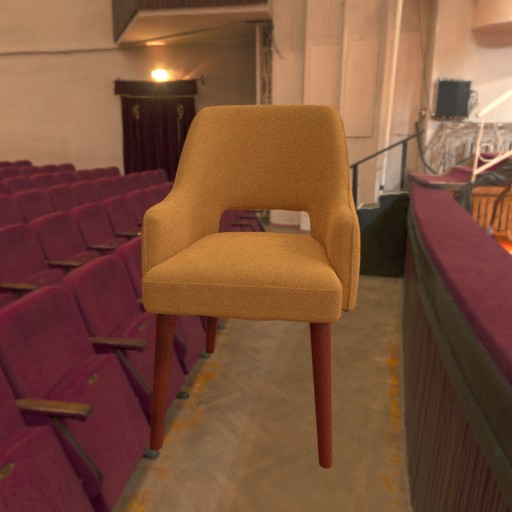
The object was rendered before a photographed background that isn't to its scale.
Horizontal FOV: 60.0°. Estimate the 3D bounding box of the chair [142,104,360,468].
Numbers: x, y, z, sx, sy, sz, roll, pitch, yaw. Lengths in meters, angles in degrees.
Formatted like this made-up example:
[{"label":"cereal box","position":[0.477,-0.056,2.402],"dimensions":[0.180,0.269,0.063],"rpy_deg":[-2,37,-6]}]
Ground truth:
[{"label":"chair","position":[0.000,0.000,1.240],"dimensions":[0.548,0.849,0.605],"rpy_deg":[2,14,8]}]
